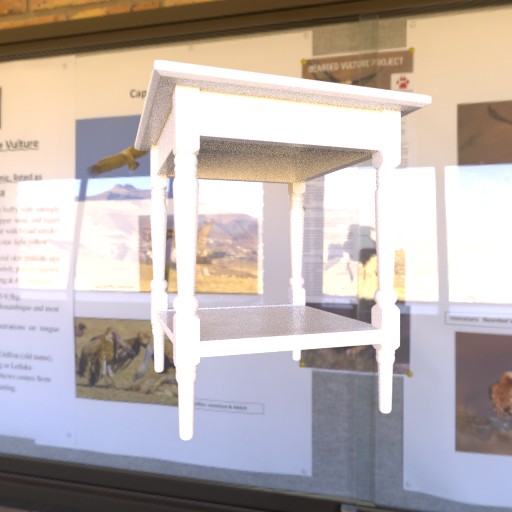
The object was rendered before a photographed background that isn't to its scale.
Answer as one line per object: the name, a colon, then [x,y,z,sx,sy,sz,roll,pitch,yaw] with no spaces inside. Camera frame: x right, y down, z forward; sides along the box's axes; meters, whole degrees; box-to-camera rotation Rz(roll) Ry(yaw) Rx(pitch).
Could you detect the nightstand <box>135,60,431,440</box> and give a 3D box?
nightstand: [0.000,0.000,0.921,0.459,0.555,0.505,0,1,-18]
